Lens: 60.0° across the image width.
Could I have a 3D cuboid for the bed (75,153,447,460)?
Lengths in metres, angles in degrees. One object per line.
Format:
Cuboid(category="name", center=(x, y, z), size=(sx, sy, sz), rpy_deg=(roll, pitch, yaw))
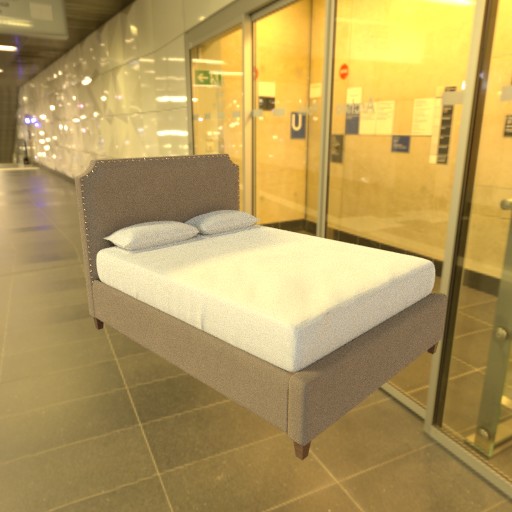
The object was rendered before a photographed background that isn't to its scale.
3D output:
Cuboid(category="bed", center=(0.000, 0.000, 3.410), size=(2.329, 1.415, 1.703), rpy_deg=(15, 22, 42))
